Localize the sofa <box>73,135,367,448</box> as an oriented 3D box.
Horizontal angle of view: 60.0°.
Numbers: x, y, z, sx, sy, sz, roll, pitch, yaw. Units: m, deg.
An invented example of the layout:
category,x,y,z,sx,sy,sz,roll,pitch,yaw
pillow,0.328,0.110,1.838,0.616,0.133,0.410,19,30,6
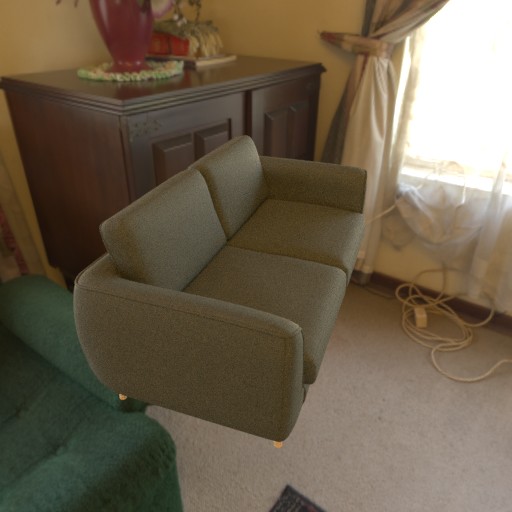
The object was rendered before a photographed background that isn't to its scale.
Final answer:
category,x,y,z,sx,sy,sz,roll,pitch,yaw
sofa,0.000,0.000,2.205,0.920,0.850,1.700,10,31,17
